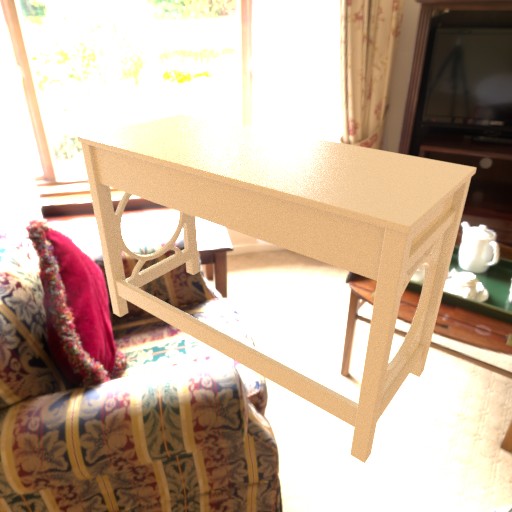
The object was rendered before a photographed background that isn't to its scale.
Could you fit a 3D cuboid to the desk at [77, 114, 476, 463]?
[{"bbox_3d":[0.000,0.000,1.579,1.191,0.762,0.504,21,35,33],"label":"desk"}]
